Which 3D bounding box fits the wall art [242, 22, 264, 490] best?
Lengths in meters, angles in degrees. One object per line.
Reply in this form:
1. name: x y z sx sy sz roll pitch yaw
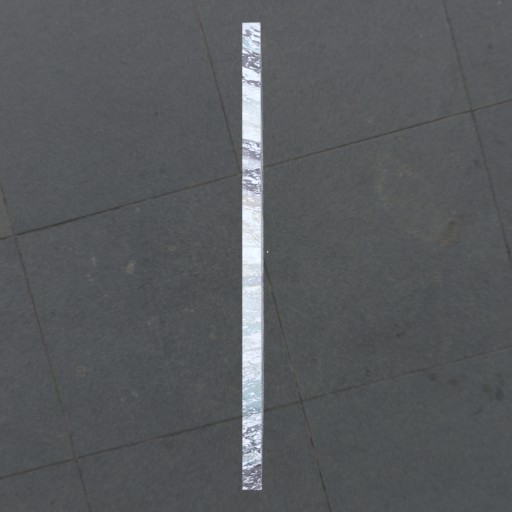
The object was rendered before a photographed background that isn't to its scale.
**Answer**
1. wall art: 0.000 0.000 1.171 0.038 0.598 0.919 0 91 1
